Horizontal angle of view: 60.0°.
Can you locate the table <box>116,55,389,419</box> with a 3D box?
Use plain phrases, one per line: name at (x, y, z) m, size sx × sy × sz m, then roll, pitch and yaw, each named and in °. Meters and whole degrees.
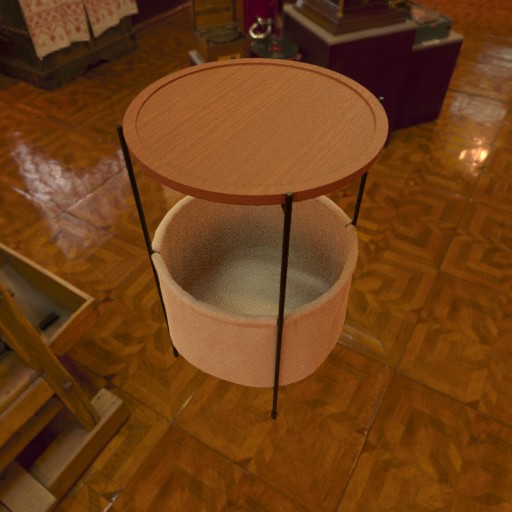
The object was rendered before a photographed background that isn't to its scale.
table at (0.000, 0.000, 0.881) m, size 0.393 × 0.623 × 0.393 m, roll 26°, pitch 52°, yaw 22°
